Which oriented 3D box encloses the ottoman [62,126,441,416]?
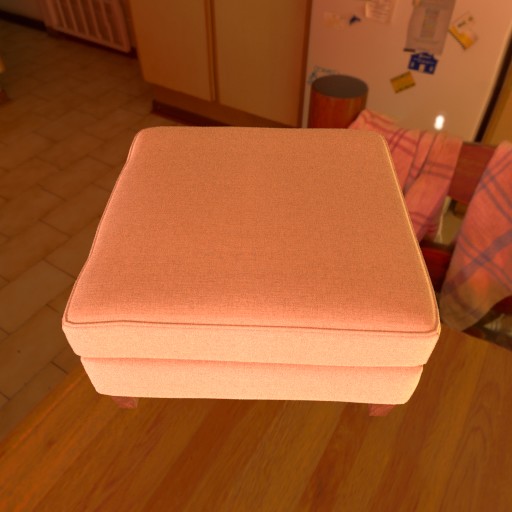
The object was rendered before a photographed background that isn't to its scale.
[{"bbox_3d":[0.000,0.000,1.353,0.838,0.503,0.838,1,47,1],"label":"ottoman"}]
